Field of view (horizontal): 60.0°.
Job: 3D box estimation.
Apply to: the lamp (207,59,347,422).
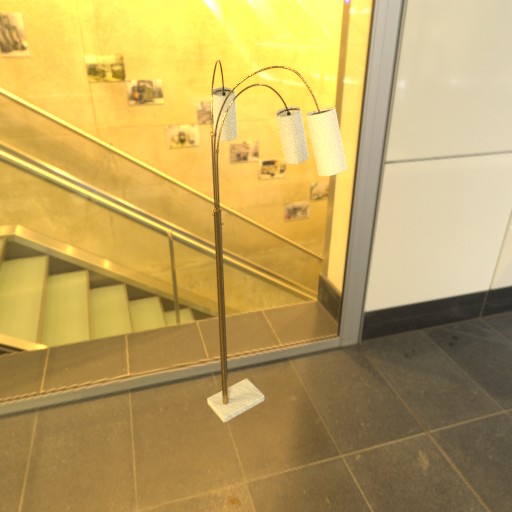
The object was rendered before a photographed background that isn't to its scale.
[{"bbox_3d":[0.000,0.000,2.553,0.667,2.055,1.020,-19,33,-32],"label":"lamp"}]
